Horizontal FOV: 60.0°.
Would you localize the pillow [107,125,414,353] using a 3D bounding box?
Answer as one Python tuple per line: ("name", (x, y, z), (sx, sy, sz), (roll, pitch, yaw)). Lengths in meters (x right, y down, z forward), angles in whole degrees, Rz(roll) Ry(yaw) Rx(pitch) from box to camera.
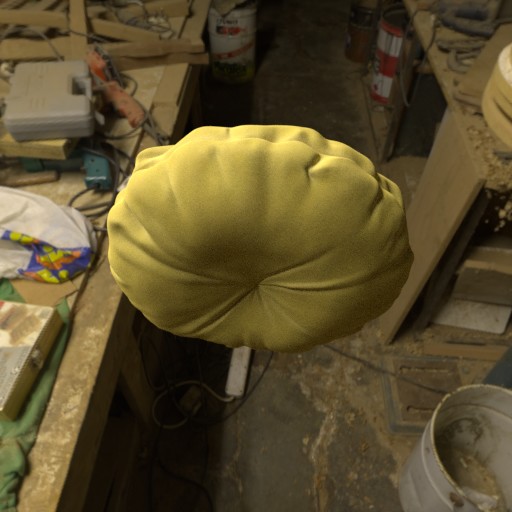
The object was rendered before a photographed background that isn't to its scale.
("pillow", (0.000, 0.000, 0.632), (0.428, 0.407, 0.148), (3, 48, 2))
